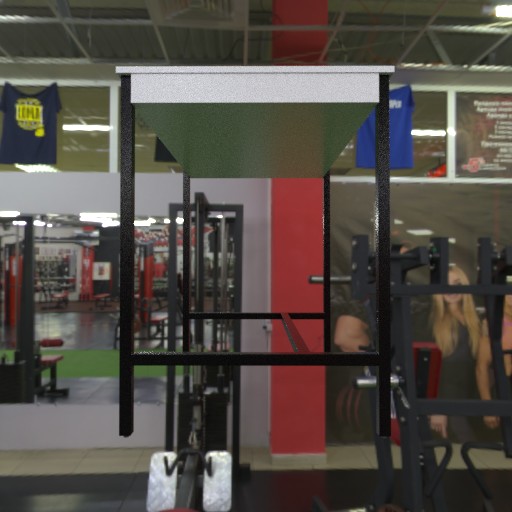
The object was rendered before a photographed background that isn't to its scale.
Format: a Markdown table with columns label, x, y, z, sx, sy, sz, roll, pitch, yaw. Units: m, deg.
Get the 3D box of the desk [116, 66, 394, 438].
| label | x | y | z | sx | sy | sz | roll | pitch | yaw |
| --- | --- | --- | --- | --- | --- | --- | --- | --- | --- |
| desk | 0.000 | 0.000 | 1.309 | 0.573 | 0.766 | 0.811 | 0 | -1 | 0 |
